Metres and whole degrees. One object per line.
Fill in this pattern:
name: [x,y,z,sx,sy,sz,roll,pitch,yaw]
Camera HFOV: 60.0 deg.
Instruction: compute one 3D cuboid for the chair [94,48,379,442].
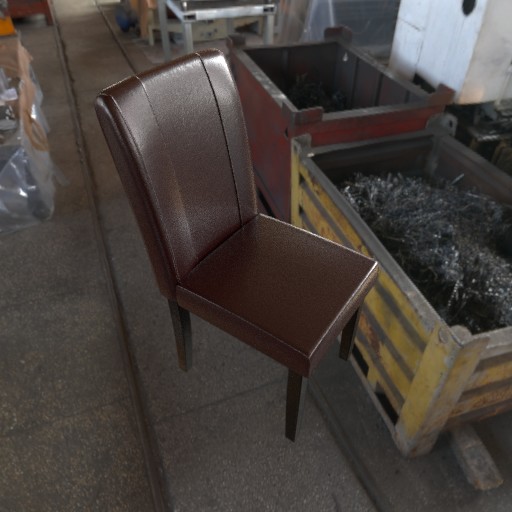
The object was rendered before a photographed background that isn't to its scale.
chair: [0.000,0.000,1.190,0.556,0.897,0.399,25,47,25]
